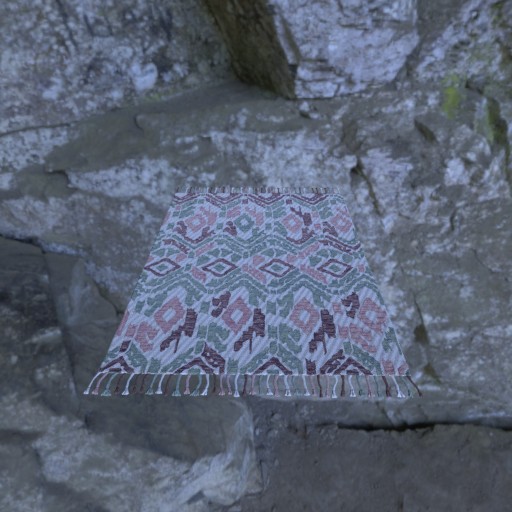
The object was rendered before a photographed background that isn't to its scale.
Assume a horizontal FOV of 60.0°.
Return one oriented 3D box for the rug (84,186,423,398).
[{"bbox_3d":[0.000,0.000,3.018,1.524,0.011,2.438,0,31,1],"label":"rug"}]
